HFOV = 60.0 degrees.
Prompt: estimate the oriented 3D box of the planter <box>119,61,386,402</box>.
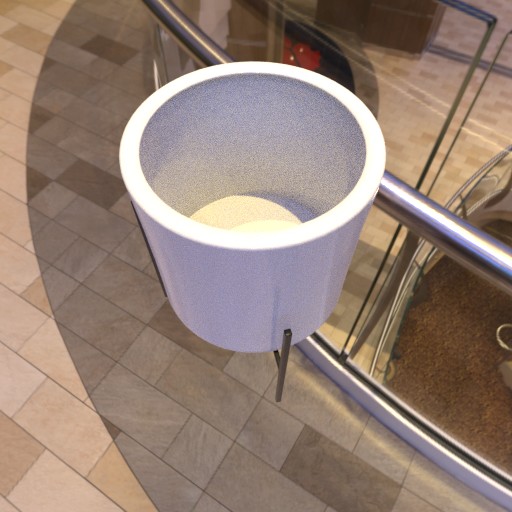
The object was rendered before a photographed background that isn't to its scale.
[{"bbox_3d":[0.000,0.000,0.739,0.360,0.480,0.361,-12,58,-8],"label":"planter"}]
